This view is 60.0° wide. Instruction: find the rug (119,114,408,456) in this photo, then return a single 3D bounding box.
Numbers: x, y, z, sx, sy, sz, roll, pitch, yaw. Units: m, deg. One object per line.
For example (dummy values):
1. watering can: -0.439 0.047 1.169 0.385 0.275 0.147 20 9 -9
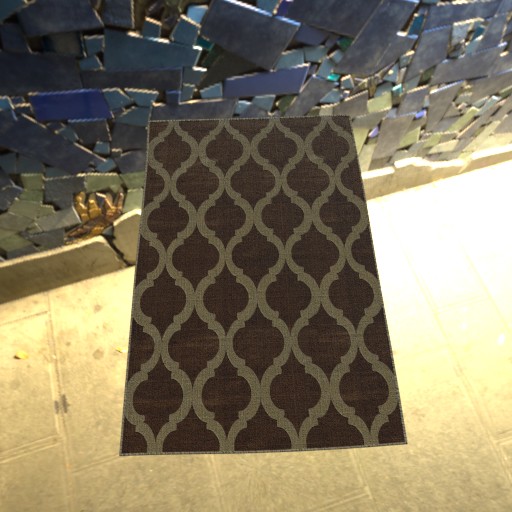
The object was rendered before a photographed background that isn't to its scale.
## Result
1. rug: 0.000 0.000 2.810 1.522 0.008 2.284 -2 64 -1
